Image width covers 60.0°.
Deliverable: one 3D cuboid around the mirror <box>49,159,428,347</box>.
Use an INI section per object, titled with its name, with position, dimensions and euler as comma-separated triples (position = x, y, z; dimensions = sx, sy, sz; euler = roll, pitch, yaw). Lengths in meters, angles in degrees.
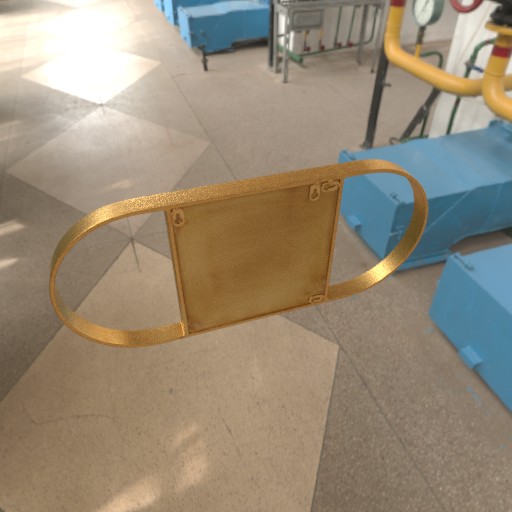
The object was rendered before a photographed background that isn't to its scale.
[mirror]
position = 0.000, 0.000, 0.676
dimensions = 0.584, 0.254, 0.032
euler = -12, 41, -14
